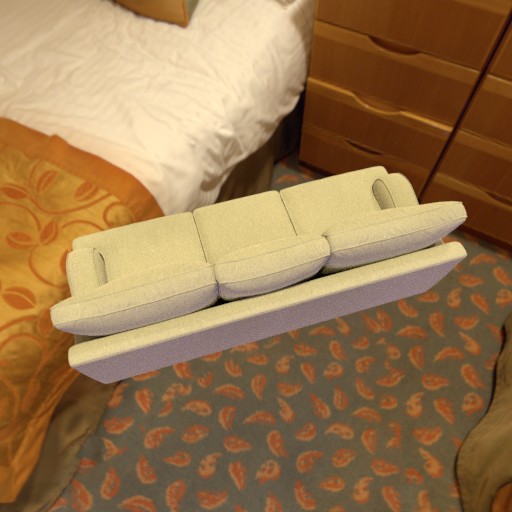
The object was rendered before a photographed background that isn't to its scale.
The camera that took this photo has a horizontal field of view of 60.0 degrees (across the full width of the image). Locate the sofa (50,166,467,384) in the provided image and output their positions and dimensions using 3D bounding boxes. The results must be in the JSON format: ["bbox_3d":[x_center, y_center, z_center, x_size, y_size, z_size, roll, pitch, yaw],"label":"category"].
[{"bbox_3d":[0.000,0.000,2.892,2.323,0.991,1.016,-15,60,-9],"label":"sofa"}]
